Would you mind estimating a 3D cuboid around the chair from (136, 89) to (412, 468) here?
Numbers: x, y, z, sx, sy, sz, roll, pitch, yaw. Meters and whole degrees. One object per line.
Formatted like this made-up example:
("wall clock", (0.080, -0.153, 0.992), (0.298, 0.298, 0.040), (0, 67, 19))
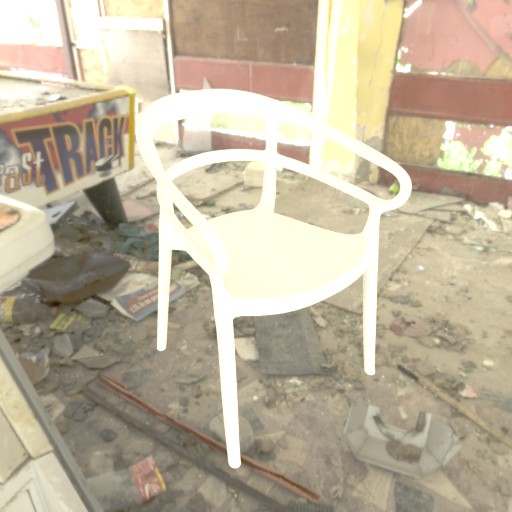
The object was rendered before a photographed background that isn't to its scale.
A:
("chair", (0.000, 0.000, 1.166), (0.559, 0.761, 0.527), (-21, 36, -32))
